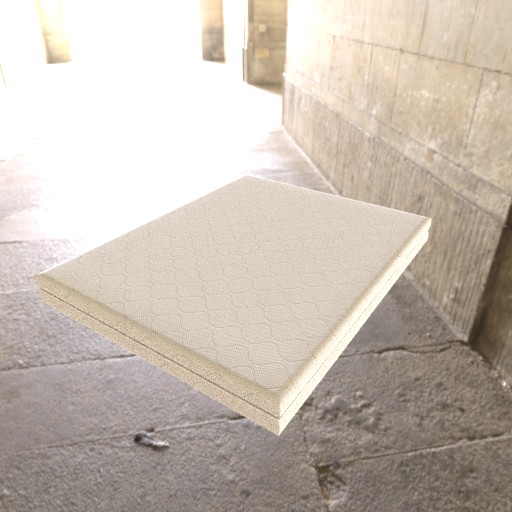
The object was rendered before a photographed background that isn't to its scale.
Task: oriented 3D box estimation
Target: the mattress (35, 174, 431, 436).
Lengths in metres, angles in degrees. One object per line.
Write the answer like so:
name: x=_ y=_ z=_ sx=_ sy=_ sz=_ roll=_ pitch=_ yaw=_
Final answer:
mattress: x=0.000 y=0.000 z=2.803 sx=1.600 sy=0.200 sz=2.000 roll=19 pitch=35 yaw=29
